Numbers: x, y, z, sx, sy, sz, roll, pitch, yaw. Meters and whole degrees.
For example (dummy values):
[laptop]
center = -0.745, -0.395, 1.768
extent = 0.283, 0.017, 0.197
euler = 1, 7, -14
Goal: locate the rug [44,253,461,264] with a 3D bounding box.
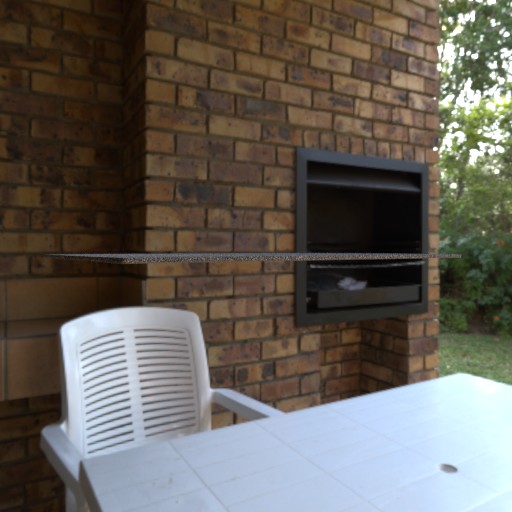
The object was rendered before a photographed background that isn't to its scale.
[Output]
[rug]
center = 0.000, 0.000, 3.441
extent = 2.699, 0.026, 1.802
euler = -1, 1, -35
